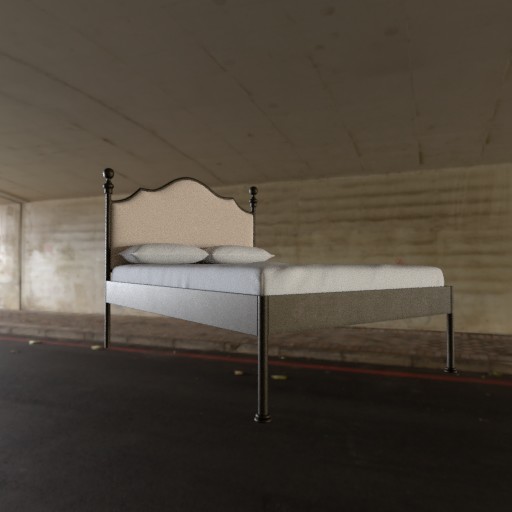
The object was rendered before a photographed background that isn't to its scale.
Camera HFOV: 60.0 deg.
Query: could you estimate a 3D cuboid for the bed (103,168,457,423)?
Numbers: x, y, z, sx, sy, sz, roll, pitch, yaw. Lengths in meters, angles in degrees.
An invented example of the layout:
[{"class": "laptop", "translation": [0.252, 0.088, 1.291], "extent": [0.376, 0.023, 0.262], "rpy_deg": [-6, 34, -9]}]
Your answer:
[{"class": "bed", "translation": [0.000, 0.000, 3.171], "extent": [1.533, 1.462, 2.170], "rpy_deg": [1, -1, -36]}]
